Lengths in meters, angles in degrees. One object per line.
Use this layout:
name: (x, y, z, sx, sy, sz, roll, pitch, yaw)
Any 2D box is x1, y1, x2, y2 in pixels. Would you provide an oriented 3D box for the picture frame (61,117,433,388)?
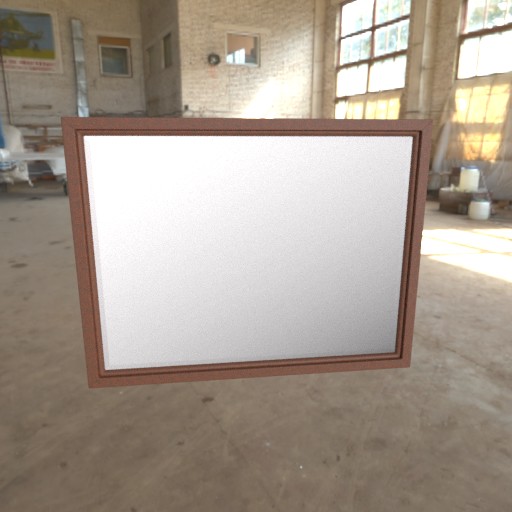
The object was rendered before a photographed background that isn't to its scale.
picture frame: (0.000, 0.000, 1.715, 1.329, 1.018, 0.045, -2, 14, -7)
